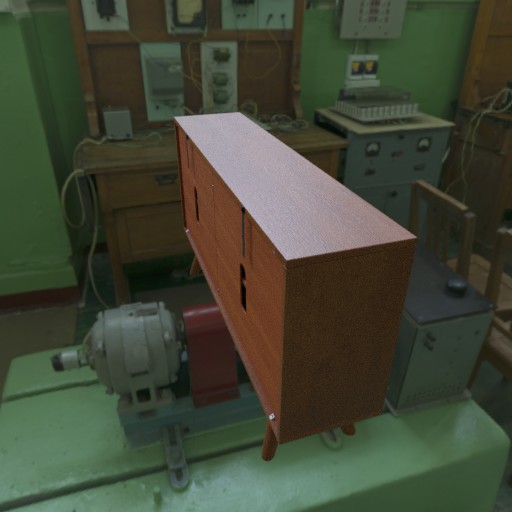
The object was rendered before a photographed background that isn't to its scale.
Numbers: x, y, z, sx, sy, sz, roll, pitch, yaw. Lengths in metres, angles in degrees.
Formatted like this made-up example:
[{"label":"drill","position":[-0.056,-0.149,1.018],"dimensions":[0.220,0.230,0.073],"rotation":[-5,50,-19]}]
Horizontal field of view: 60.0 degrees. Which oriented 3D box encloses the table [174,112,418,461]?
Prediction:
[{"label":"table","position":[0.000,0.000,1.515],"dimensions":[0.308,0.698,1.220],"rotation":[-10,31,-16]}]
